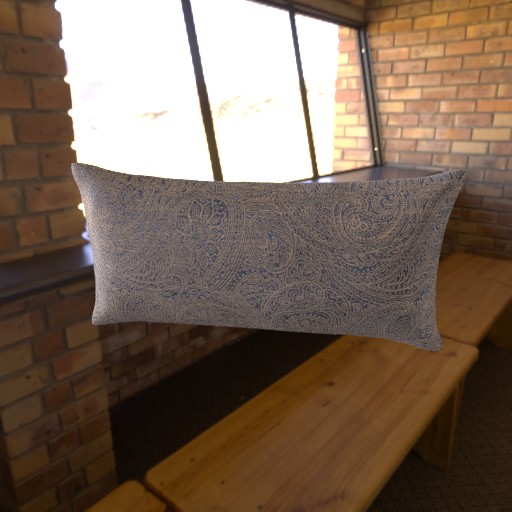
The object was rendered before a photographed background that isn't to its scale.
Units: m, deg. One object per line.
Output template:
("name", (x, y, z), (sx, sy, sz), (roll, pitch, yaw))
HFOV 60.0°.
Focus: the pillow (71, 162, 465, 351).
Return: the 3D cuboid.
("pillow", (0.000, 0.000, 0.731), (0.615, 0.295, 0.151), (3, 18, 8))
